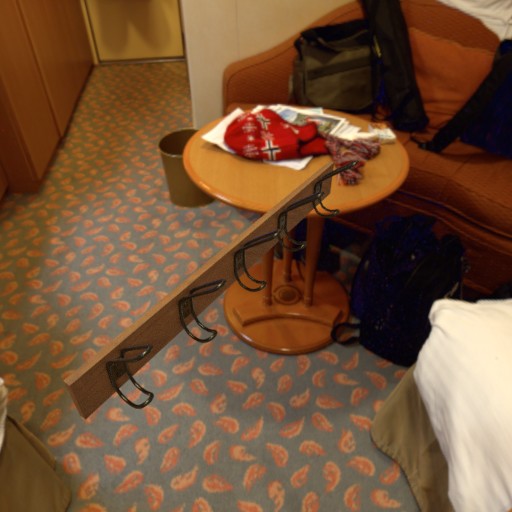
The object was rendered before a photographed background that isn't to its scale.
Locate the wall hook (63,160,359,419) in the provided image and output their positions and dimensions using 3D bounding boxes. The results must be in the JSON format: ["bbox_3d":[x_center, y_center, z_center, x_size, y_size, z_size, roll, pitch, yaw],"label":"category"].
[{"bbox_3d":[0.000,0.000,0.602,0.076,0.116,0.554,25,46,26],"label":"wall hook"}]
